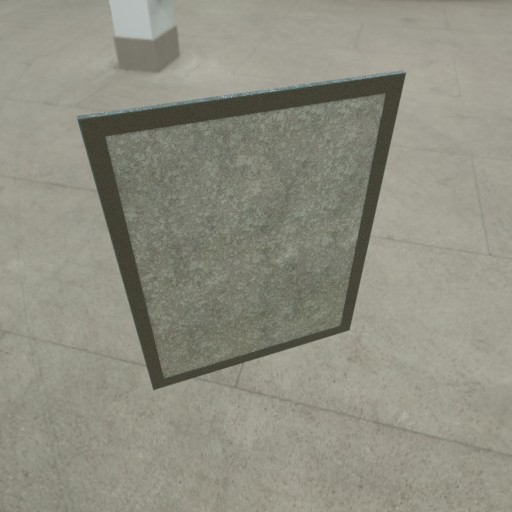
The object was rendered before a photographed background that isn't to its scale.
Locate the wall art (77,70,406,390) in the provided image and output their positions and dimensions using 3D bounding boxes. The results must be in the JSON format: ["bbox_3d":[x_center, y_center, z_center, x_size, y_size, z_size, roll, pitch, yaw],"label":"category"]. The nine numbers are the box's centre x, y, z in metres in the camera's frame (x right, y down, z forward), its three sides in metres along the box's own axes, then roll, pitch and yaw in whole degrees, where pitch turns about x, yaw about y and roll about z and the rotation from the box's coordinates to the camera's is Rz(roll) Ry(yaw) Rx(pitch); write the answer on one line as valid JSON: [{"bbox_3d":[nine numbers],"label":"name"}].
[{"bbox_3d":[0.000,0.000,1.315,0.767,0.983,0.030,-14,43,-15],"label":"wall art"}]
